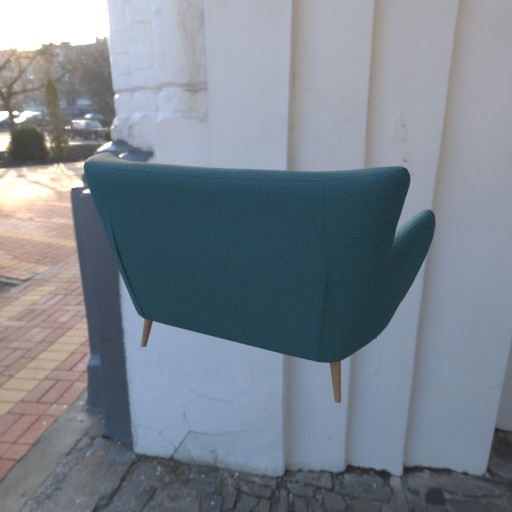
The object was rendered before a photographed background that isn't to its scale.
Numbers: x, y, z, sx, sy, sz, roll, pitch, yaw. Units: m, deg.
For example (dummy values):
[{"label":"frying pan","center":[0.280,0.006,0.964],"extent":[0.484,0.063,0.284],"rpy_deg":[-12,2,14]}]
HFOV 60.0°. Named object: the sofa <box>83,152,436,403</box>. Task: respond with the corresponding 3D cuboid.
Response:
[{"label":"sofa","center":[0.000,0.000,1.971],"extent":[1.397,0.889,0.889],"rpy_deg":[9,20,25]}]
